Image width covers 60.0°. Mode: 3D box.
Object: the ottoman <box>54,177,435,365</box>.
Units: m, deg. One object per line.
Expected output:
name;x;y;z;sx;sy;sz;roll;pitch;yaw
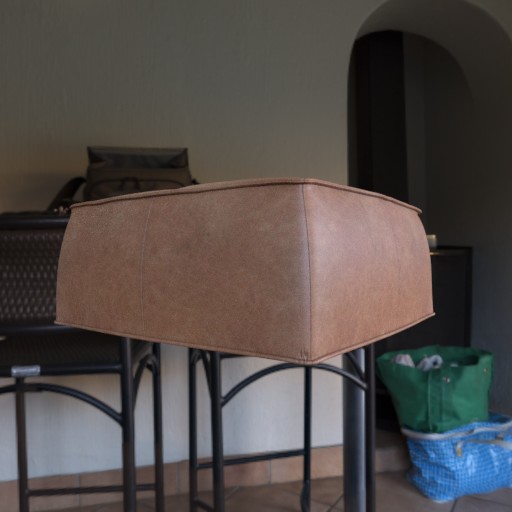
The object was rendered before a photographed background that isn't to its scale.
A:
ottoman;0.000;0.000;1.389;0.902;0.395;0.901;0;0;36
